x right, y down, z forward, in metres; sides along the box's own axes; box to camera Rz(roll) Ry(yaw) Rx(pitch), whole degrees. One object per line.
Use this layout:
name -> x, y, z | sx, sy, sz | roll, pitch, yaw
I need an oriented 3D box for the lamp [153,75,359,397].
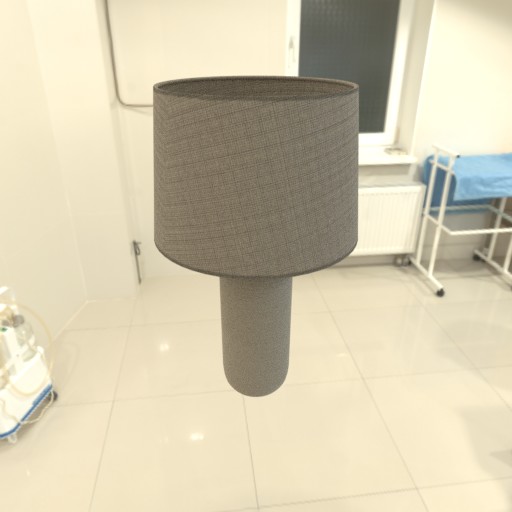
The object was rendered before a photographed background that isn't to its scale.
lamp -> 0.000, 0.000, 0.837 | 0.367, 0.609, 0.367 | 0, 27, 0
